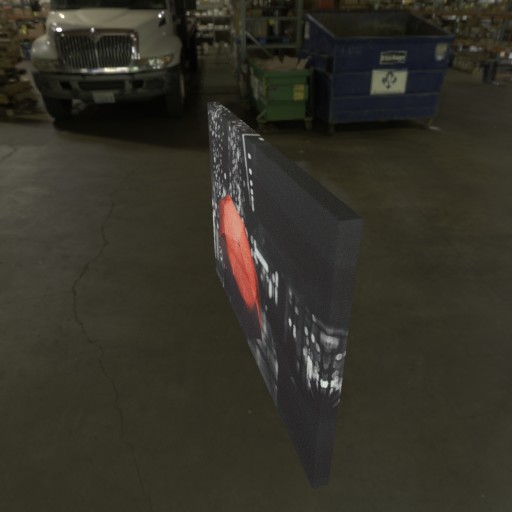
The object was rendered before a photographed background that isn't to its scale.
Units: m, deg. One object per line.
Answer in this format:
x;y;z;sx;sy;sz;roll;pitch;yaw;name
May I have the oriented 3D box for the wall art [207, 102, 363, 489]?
0.000;0.000;1.149;0.038;0.609;0.914;-9;31;-15;wall art
